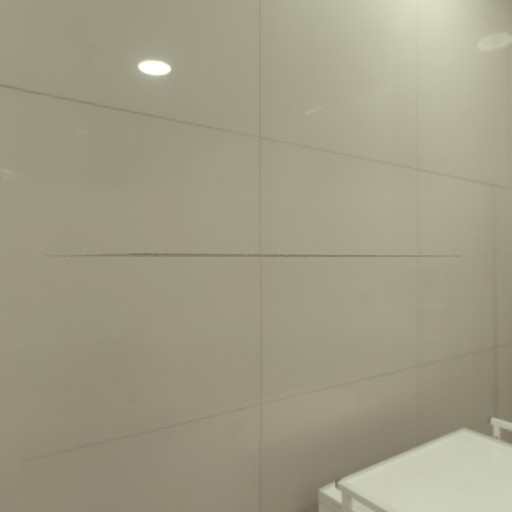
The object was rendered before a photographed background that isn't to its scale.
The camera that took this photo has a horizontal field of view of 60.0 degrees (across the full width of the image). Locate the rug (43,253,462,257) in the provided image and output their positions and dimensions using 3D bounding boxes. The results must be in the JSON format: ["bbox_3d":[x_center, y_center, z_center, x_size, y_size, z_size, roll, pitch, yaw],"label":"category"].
[{"bbox_3d":[0.000,0.000,3.704,2.895,0.006,1.982,0,0,-36],"label":"rug"}]
